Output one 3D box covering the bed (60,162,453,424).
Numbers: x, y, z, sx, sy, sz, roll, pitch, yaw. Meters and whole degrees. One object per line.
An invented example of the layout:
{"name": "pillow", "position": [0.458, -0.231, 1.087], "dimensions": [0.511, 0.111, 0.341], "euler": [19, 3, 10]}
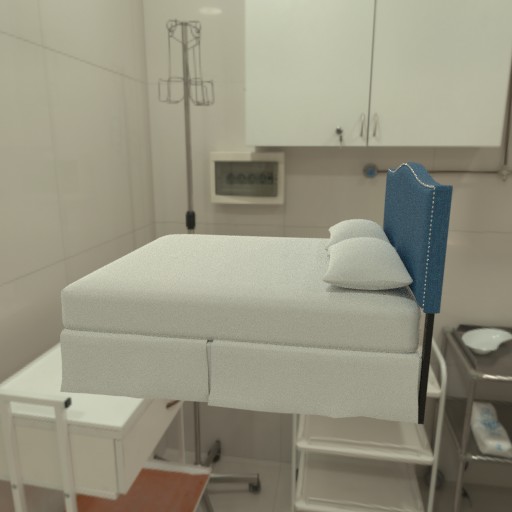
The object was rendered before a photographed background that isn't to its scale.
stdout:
{"name": "bed", "position": [0.000, 0.000, 2.804], "dimensions": [1.872, 1.169, 1.610], "euler": [2, 14, 9]}
